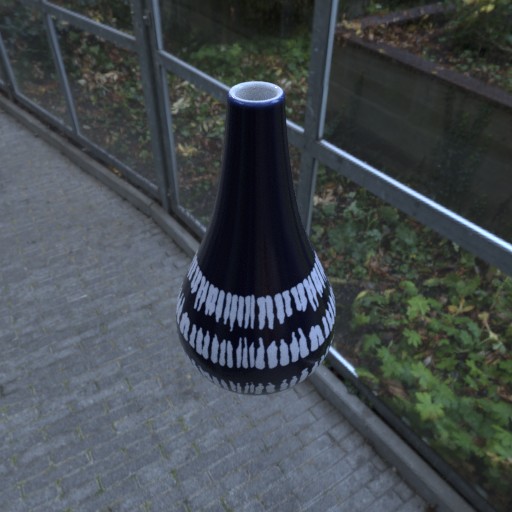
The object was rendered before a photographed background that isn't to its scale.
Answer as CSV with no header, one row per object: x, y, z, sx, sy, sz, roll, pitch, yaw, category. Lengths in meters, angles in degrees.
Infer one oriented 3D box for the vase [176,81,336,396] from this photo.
0.000,0.000,0.394,0.159,0.295,0.159,0,41,0,vase
